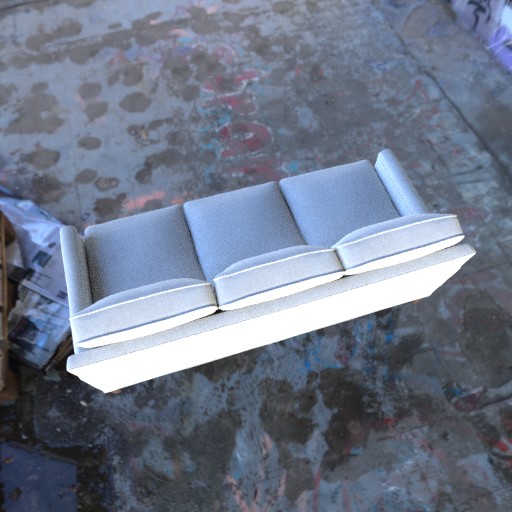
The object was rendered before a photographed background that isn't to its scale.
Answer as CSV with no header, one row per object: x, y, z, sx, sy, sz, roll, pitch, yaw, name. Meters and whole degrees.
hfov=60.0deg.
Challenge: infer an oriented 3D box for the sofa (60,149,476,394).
0.000,0.000,2.768,2.246,1.003,1.084,-15,61,-9,sofa
